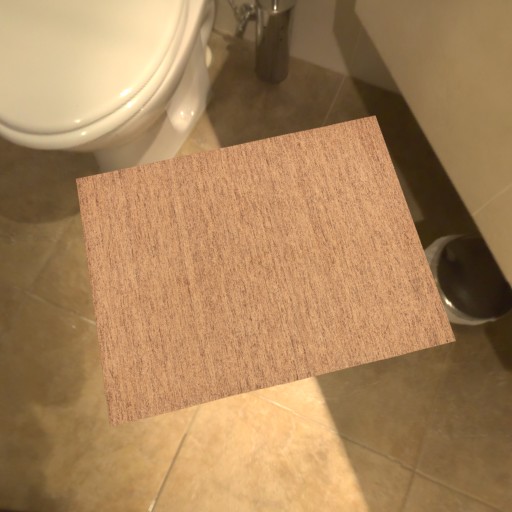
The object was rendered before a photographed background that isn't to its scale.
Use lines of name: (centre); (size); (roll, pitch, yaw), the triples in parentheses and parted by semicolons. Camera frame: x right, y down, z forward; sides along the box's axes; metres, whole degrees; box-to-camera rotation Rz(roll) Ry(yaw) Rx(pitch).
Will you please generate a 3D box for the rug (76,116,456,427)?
rug: (0.000, 0.000, 4.311); (3.205, 0.013, 2.448); (-13, 74, -4)
